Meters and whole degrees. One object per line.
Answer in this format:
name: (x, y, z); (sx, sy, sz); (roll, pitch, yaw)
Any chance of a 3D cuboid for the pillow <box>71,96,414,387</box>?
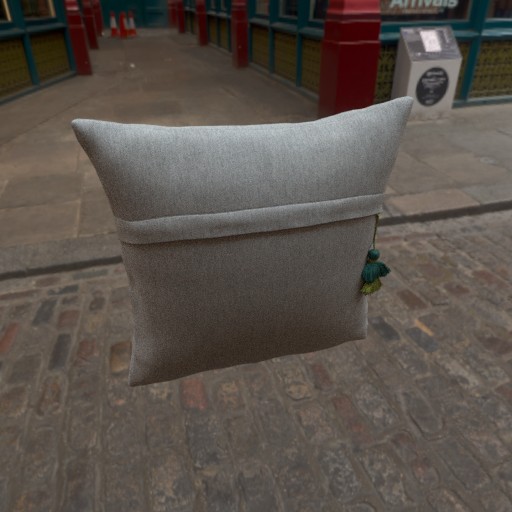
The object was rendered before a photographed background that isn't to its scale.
pillow: (0.000, 0.000, 0.662); (0.433, 0.436, 0.173); (-9, 32, -14)
